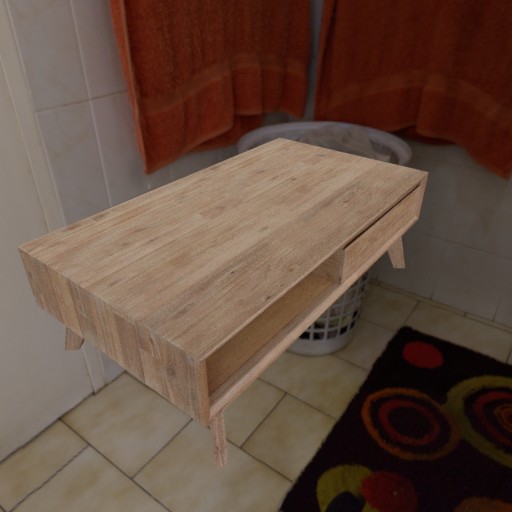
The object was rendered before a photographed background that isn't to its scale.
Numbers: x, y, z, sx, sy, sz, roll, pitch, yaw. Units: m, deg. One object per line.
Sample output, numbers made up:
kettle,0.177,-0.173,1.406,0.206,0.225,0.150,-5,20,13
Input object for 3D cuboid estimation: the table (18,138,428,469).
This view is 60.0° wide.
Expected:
table,0.000,0.000,2.033,0.918,0.531,1.619,23,39,31
